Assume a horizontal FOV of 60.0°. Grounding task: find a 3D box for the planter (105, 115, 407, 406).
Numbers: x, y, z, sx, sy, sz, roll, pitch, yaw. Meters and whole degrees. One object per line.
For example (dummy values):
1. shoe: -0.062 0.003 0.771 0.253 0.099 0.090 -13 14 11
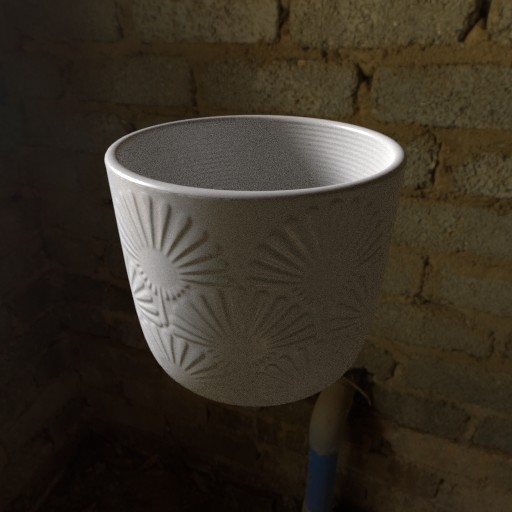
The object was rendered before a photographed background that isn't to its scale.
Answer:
1. planter: 0.000 0.000 0.214 0.124 0.109 0.124 0 29 0
